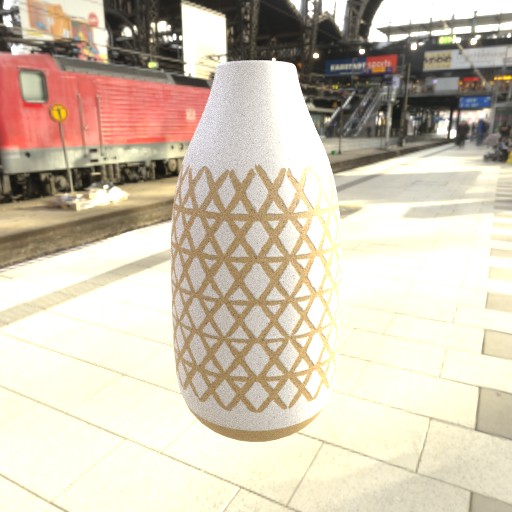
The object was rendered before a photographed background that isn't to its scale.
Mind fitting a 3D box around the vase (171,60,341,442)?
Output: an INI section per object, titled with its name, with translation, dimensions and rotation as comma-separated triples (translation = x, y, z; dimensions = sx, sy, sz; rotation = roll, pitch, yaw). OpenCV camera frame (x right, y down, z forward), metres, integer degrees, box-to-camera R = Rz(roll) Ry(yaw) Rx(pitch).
[vase]
translation = 0.000, 0.000, 0.478
dimensions = 0.186, 0.380, 0.186
rotation = 0, 16, 0
